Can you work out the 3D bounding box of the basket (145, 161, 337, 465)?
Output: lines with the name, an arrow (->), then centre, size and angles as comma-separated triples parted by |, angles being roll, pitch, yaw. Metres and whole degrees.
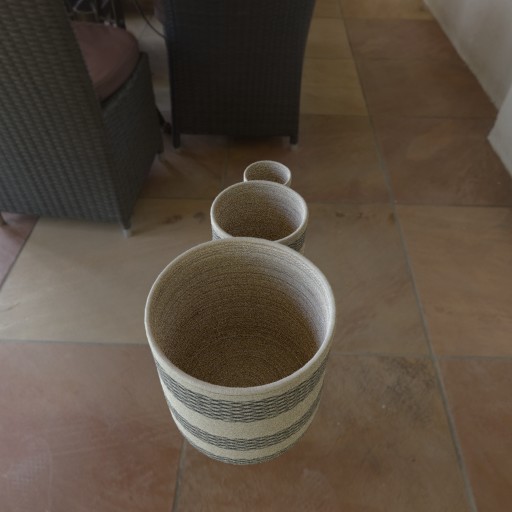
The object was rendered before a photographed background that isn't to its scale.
basket -> 0.000, 0.000, 1.122 | 0.351, 0.356, 0.917 | 4, 47, 4
